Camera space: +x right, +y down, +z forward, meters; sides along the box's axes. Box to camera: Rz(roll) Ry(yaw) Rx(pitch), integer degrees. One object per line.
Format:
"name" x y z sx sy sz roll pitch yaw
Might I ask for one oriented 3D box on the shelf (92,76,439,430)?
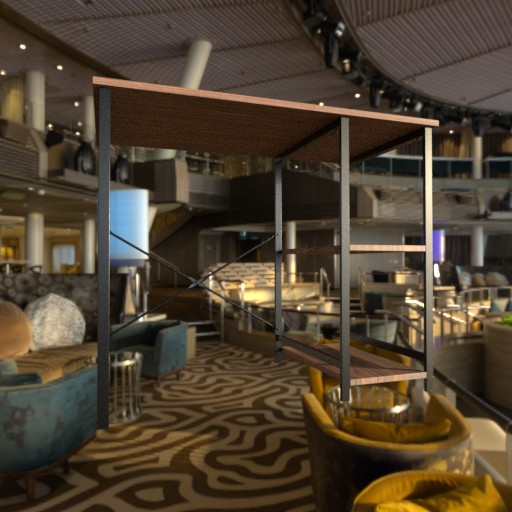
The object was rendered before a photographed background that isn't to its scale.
"shelf" 0.000 0.000 1.313 0.902 0.750 0.498 0 -1 -19
